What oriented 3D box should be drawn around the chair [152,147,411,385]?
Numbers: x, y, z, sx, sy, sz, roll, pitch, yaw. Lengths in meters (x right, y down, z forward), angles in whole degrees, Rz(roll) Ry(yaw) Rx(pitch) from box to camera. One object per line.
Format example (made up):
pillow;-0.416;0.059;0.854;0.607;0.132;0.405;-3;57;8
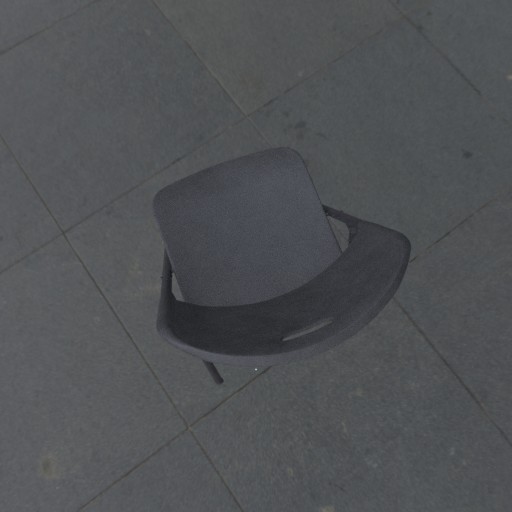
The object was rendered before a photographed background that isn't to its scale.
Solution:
chair;0.000;0.000;1.164;0.494;0.810;0.567;-20;77;-5
